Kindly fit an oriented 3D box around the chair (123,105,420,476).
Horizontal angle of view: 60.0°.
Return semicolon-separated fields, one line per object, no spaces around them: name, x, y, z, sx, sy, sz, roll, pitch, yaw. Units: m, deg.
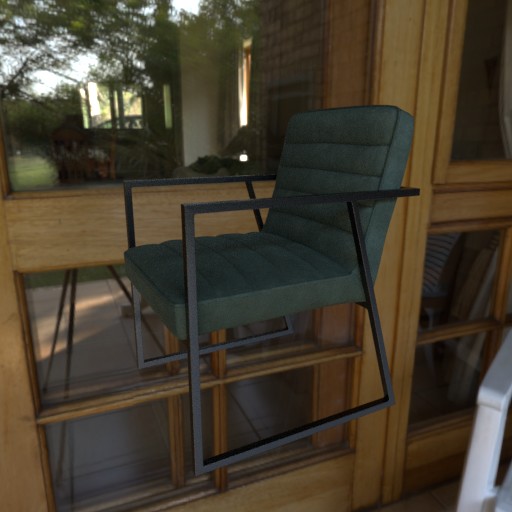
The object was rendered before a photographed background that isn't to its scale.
chair;0.000;0.000;1.284;0.677;0.833;0.571;-8;17;-26
